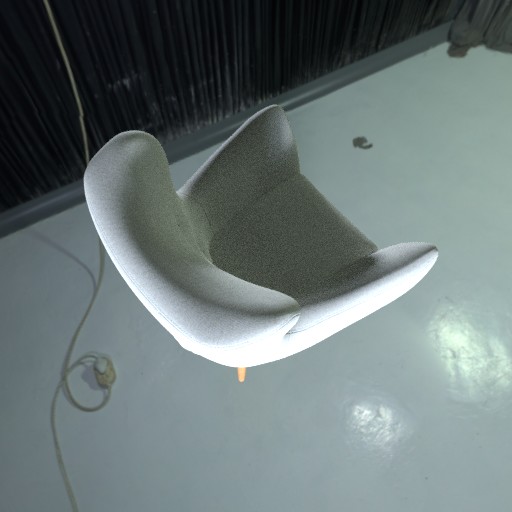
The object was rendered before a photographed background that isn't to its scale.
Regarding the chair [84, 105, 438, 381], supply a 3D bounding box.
[{"bbox_3d":[0.000,0.000,1.618,0.889,0.889,0.890,-33,65,-17],"label":"chair"}]
